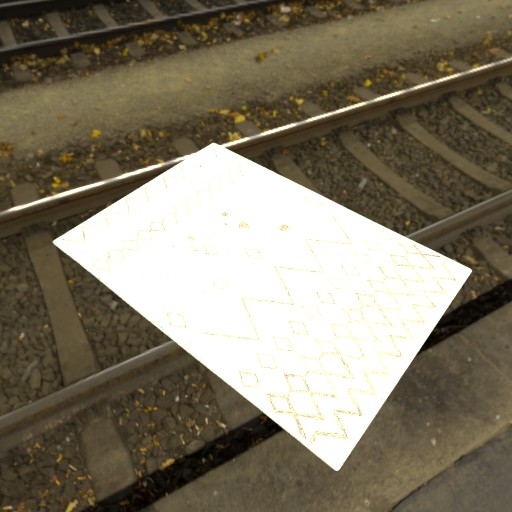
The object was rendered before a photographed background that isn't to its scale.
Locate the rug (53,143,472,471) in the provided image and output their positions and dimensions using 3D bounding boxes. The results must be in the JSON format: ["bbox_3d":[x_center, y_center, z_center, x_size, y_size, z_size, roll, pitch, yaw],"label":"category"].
[{"bbox_3d":[0.000,0.000,2.328,1.820,0.009,1.260,31,54,26],"label":"rug"}]
